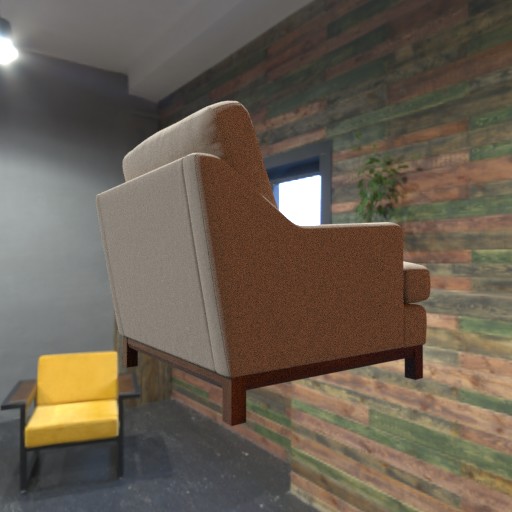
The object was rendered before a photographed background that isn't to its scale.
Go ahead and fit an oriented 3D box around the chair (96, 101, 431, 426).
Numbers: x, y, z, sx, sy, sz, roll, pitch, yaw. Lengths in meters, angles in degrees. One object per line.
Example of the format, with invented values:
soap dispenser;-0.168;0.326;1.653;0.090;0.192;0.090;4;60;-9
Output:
chair;0.000;0.000;1.740;1.001;0.916;0.912;1;-1;-35
